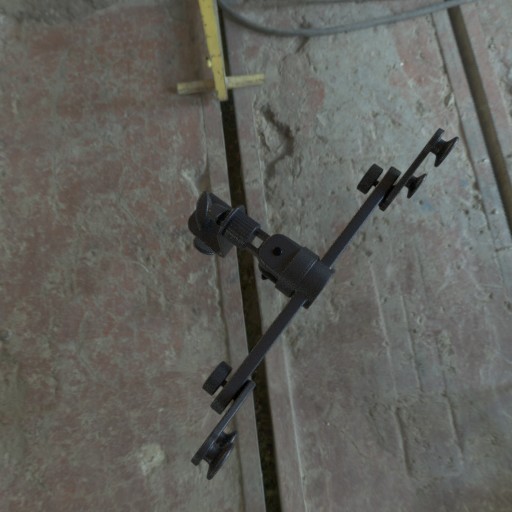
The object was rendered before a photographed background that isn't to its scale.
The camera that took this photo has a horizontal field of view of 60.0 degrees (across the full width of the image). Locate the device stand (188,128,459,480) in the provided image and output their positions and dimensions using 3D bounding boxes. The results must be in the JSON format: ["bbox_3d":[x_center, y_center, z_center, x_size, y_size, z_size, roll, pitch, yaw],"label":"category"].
[{"bbox_3d":[0.000,0.000,0.358,0.142,0.166,0.270,37,78,9],"label":"device stand"}]
